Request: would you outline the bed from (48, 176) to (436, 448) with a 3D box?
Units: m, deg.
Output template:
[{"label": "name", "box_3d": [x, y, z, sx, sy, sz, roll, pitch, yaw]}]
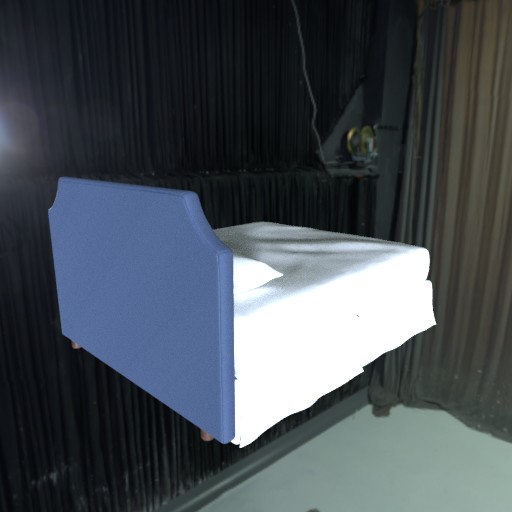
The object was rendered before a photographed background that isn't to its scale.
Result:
[{"label": "bed", "box_3d": [0.000, 0.000, 4.050, 2.350, 1.488, 2.773, 13, 19, 43]}]
